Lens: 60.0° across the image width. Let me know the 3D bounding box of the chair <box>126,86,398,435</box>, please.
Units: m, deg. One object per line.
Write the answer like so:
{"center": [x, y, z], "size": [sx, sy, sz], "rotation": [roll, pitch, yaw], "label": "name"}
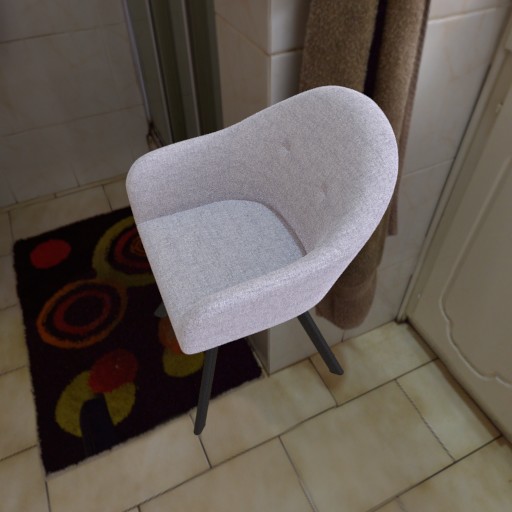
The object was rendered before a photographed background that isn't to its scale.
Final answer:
{"center": [0.000, 0.000, 1.172], "size": [0.570, 0.780, 0.540], "rotation": [-18, 49, -16], "label": "chair"}
